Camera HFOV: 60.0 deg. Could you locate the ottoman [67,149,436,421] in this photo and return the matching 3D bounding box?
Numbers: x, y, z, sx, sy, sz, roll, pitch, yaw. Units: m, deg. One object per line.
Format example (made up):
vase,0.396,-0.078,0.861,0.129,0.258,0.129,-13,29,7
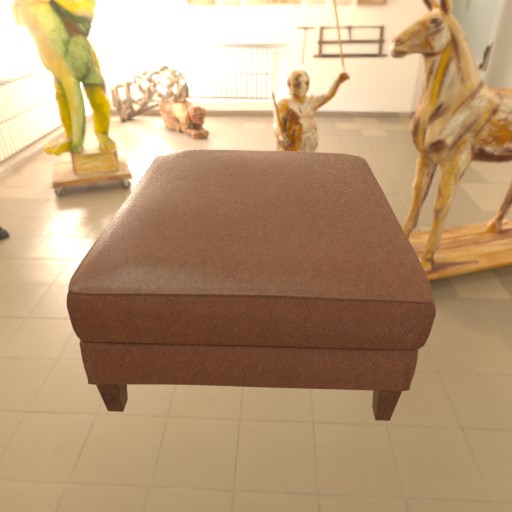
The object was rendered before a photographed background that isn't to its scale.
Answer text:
ottoman,0.000,0.000,1.456,0.836,0.472,0.987,1,31,2
